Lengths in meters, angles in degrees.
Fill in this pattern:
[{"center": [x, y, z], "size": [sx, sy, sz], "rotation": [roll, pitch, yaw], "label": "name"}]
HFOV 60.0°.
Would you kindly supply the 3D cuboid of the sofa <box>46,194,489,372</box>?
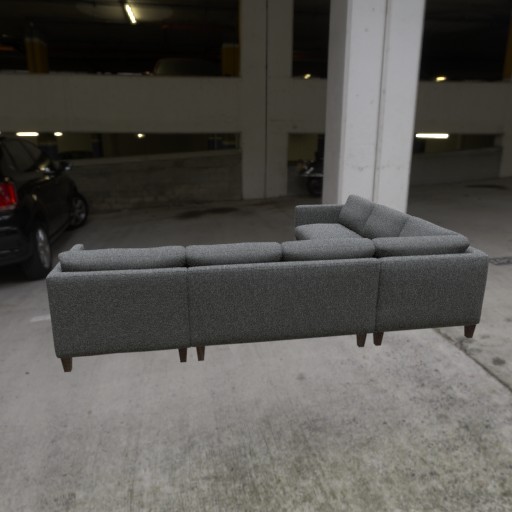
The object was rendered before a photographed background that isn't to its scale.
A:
[{"center": [0.000, 0.000, 4.377], "size": [3.238, 0.853, 2.551], "rotation": [-3, 16, -9], "label": "sofa"}]
